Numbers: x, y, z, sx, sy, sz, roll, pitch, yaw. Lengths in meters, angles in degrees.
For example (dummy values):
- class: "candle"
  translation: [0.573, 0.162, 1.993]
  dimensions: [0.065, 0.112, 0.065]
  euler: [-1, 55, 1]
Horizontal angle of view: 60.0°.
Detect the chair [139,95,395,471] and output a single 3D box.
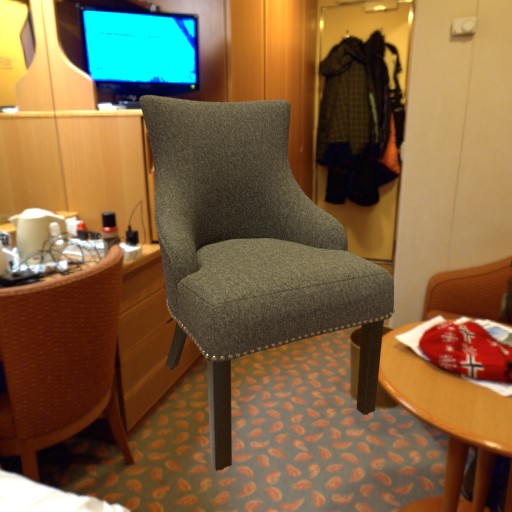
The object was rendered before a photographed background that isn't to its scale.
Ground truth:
- class: "chair"
  translation: [0.000, 0.000, 1.310]
  dimensions: [0.566, 0.909, 0.629]
  euler: [-8, 18, -27]
